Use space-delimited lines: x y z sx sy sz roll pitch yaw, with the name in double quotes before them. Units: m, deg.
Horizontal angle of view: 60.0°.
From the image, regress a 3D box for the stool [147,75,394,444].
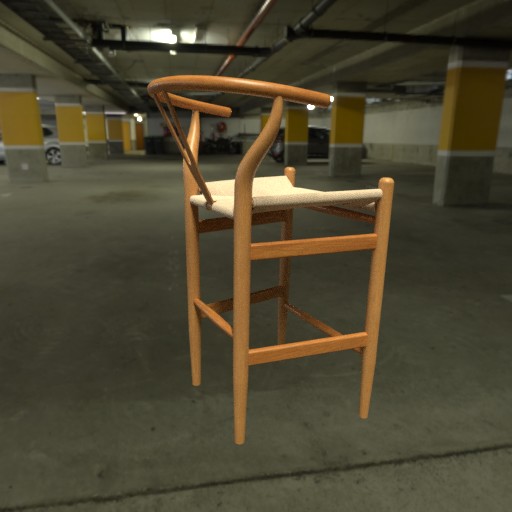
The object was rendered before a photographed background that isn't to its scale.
"stool" 0.000 0.000 1.342 0.579 0.970 0.569 -8 17 -27
